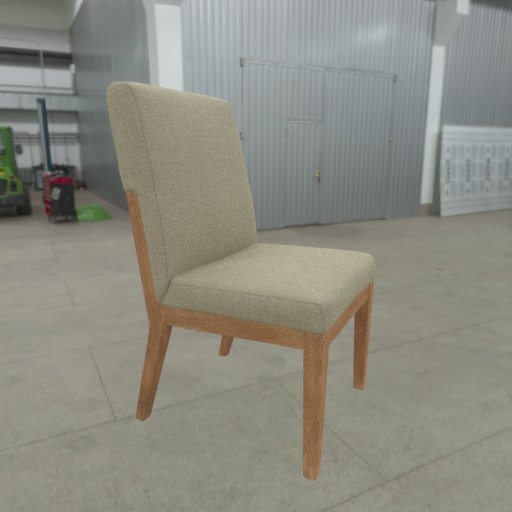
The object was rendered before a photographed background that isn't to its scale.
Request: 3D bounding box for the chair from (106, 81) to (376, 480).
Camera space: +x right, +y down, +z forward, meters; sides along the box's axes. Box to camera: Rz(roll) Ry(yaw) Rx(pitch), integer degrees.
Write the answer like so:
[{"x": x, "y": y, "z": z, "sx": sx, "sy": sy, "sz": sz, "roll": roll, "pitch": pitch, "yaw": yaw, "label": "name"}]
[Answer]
[{"x": 0.000, "y": 0.000, "z": 1.247, "sx": 0.586, "sy": 0.911, "sz": 0.507, "roll": 7, "pitch": 15, "yaw": 26, "label": "chair"}]
